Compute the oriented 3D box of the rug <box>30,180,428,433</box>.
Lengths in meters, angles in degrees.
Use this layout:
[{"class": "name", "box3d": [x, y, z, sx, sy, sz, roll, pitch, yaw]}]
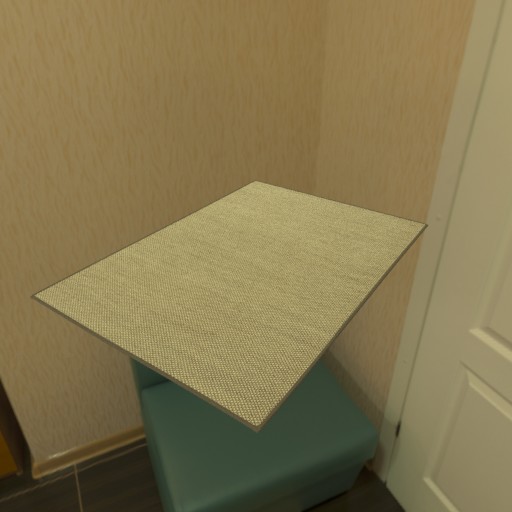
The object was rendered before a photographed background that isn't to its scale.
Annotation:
[{"class": "rug", "box3d": [0.000, 0.000, 2.786, 1.523, 0.012, 2.133, 20, 36, 30]}]
